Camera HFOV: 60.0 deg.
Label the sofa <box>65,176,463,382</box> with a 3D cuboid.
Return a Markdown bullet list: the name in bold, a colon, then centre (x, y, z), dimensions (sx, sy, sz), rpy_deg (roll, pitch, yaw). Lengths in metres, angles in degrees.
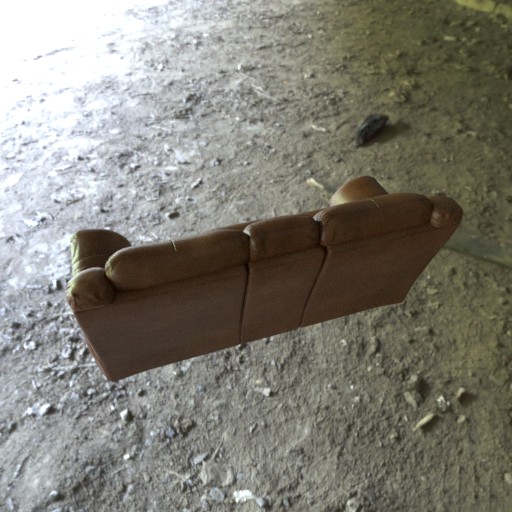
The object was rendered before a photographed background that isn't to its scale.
- **sofa**: centre (0.000, 0.000, 2.641), dimensions (2.058, 1.043, 0.991), rpy_deg (-13, 43, -14)
